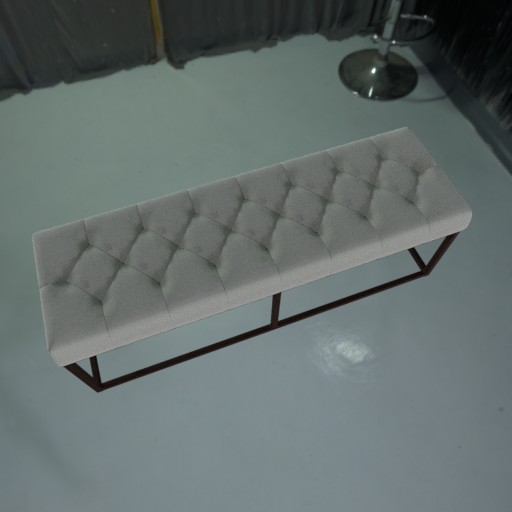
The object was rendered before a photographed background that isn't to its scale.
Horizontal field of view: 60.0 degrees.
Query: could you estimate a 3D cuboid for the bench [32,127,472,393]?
[{"bbox_3d":[0.000,0.000,1.720,1.488,0.488,0.479,-18,61,-10],"label":"bench"}]
